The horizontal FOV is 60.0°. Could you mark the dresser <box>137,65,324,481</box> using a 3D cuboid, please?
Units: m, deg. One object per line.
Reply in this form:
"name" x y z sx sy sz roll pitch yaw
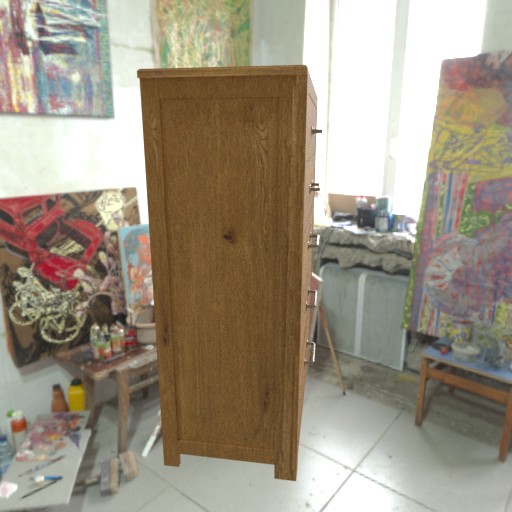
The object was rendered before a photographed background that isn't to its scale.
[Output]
"dresser" 0.000 0.000 1.994 0.558 1.431 1.081 2 15 9
